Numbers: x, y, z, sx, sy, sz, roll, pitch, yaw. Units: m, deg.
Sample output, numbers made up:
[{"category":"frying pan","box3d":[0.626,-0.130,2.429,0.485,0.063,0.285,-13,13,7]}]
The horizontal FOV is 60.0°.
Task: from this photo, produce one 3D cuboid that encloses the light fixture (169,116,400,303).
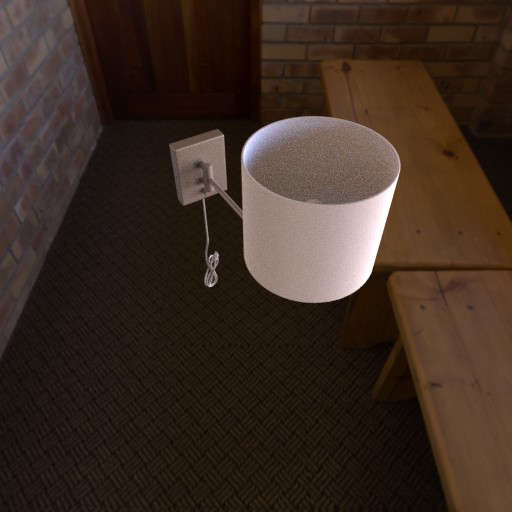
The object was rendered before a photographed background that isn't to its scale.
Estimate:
[{"category":"light fixture","box3d":[0.000,0.000,0.900,0.203,0.651,0.516,-24,51,-21]}]
